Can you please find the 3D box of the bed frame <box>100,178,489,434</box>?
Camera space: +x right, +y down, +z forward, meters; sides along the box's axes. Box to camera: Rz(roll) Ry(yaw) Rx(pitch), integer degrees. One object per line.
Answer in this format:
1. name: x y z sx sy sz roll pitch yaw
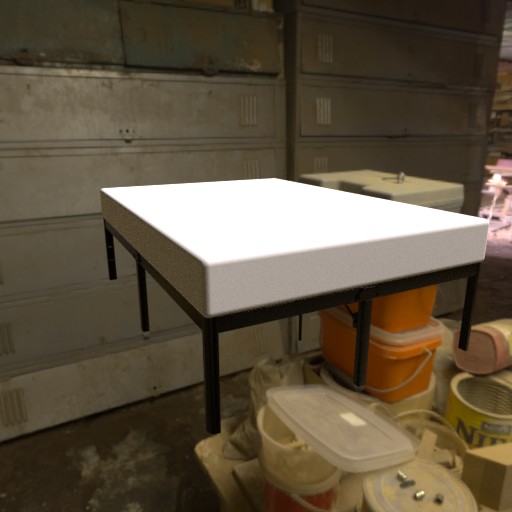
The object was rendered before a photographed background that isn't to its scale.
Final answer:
1. bed frame: 0.000 0.000 2.621 1.408 0.659 1.956 -8 18 -27
